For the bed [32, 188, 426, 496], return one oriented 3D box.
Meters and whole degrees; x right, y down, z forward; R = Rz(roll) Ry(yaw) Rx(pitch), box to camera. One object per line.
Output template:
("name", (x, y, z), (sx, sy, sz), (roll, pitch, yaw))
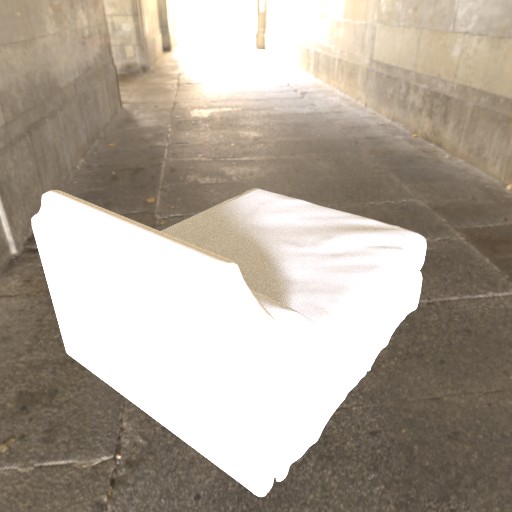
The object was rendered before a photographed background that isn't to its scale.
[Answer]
("bed", (0.000, 0.000, 3.670), (2.134, 1.524, 2.548), (21, 36, 32))
